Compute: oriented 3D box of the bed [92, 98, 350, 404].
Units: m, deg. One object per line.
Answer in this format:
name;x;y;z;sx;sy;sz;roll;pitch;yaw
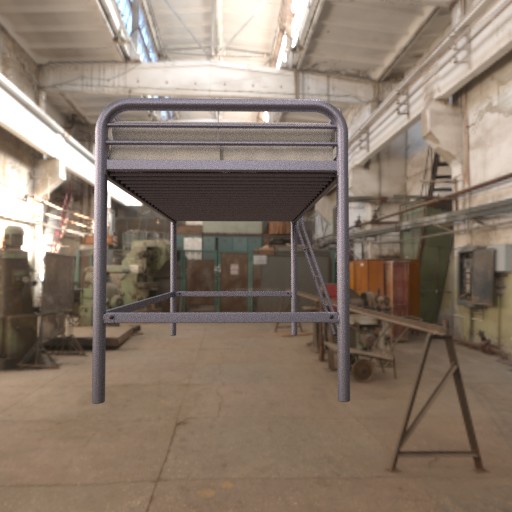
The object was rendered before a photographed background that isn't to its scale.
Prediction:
bed;0.000;0.000;2.847;1.415;1.288;1.965;0;-2;-1
